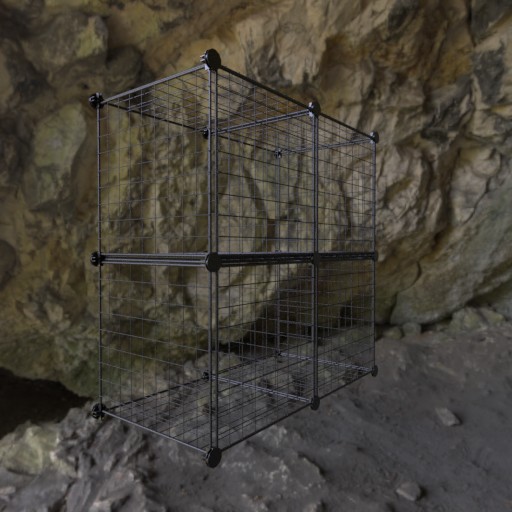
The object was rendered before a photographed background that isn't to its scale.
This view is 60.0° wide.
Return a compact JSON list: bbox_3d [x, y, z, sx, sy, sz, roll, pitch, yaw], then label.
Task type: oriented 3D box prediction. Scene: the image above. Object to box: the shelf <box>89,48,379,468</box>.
[{"bbox_3d":[0.000,0.000,1.129,0.356,0.711,0.711,1,1,38],"label":"shelf"}]
